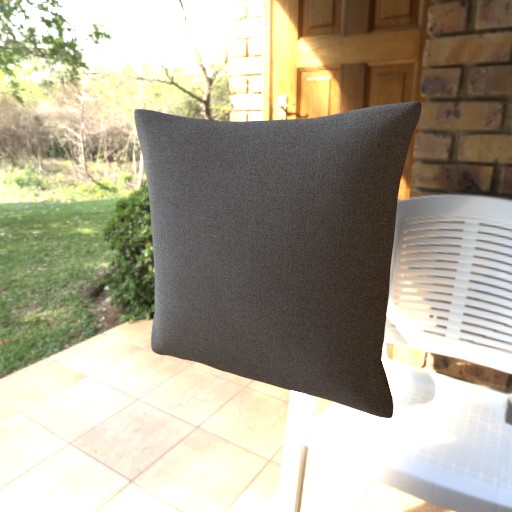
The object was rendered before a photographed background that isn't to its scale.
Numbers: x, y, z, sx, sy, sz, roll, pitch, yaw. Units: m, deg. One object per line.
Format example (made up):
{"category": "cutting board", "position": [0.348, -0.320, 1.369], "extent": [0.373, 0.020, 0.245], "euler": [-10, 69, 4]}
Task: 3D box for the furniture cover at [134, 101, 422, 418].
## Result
{"category": "furniture cover", "position": [0.000, 0.000, 0.780], "extent": [0.511, 0.503, 0.162], "euler": [8, 18, 26]}
